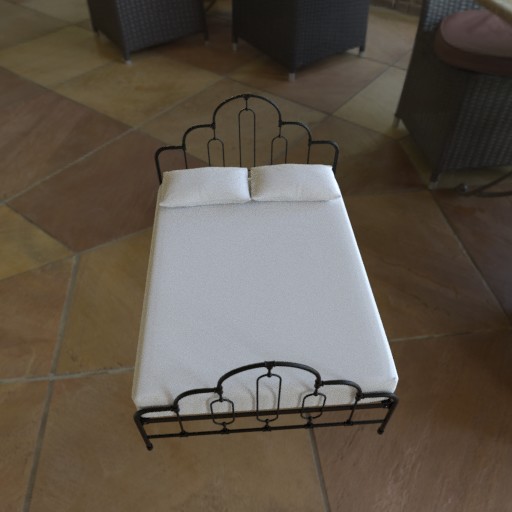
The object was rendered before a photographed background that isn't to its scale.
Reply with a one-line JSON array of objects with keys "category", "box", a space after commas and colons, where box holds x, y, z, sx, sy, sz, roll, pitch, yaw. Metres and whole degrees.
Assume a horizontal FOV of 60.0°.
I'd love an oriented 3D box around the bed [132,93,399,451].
[{"category": "bed", "box": [0.000, 0.000, 3.263, 1.626, 1.444, 2.181, -3, 47, -3]}]
